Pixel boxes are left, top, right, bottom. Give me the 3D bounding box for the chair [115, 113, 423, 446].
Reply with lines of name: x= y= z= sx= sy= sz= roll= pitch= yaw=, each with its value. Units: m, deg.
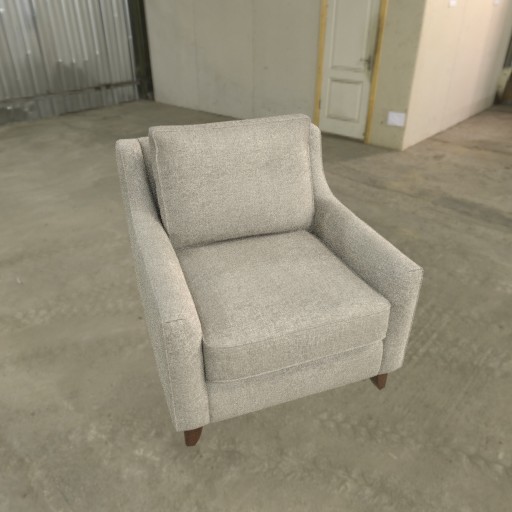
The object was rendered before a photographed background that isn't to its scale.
chair: x=0.000 y=0.000 z=1.620 sx=0.838 sy=0.864 sz=0.918 roll=-10 pitch=32 yaw=-17
